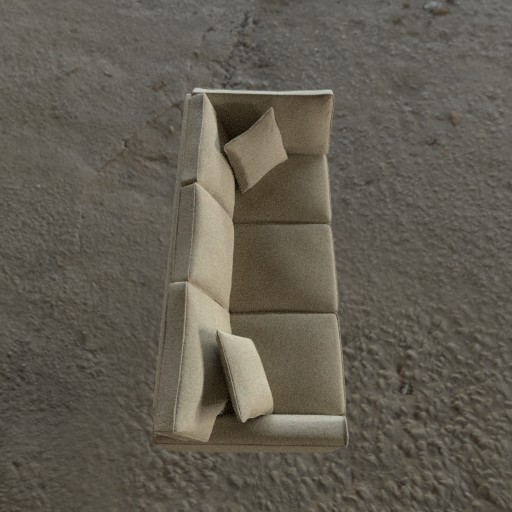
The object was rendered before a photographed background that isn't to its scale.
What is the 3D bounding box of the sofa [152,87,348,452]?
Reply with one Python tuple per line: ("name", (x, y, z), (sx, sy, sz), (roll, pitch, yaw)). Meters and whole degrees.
("sofa", (0.000, 0.000, 2.900), (1.061, 0.962, 2.317), (0, 63, 0))
